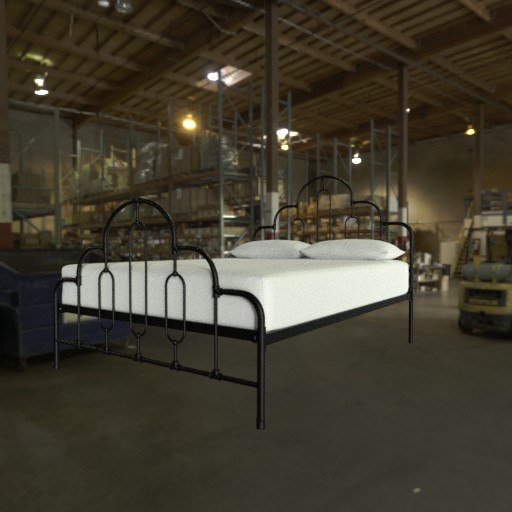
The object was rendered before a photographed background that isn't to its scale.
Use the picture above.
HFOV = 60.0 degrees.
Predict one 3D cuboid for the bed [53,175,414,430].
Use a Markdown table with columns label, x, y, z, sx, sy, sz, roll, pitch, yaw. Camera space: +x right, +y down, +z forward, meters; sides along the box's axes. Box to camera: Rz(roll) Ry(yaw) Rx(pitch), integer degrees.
| label | x | y | z | sx | sy | sz | roll | pitch | yaw |
| --- | --- | --- | --- | --- | --- | --- | --- | --- | --- |
| bed | 0.000 | 0.000 | 3.209 | 1.626 | 1.444 | 2.181 | 1 | 2 | 36 |
